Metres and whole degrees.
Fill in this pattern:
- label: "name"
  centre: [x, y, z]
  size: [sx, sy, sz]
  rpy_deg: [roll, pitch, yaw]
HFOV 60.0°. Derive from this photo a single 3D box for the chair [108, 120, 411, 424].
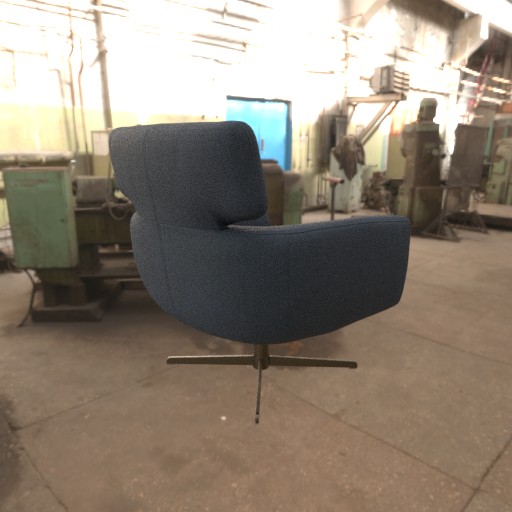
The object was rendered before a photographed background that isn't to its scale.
- label: "chair"
  centre: [0.000, 0.000, 1.449]
  size: [0.761, 0.813, 0.738]
  rpy_deg: [-13, 19, -41]
